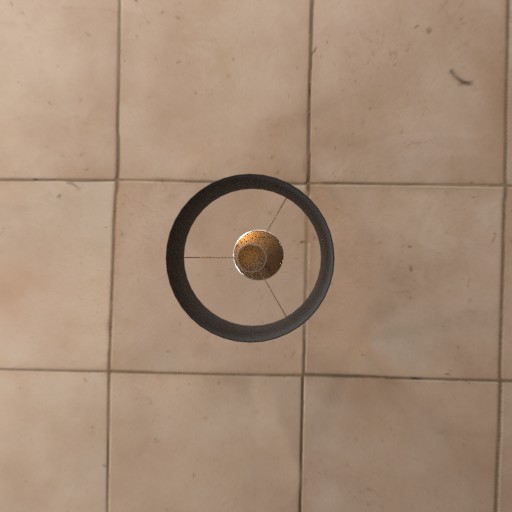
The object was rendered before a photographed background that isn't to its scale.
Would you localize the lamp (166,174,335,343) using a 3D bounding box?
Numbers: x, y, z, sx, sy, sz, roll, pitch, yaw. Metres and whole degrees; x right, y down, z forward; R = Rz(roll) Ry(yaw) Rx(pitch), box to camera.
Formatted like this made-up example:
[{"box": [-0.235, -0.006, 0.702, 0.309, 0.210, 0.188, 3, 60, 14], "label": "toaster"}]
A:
[{"box": [0.000, 0.000, 1.634, 0.348, 1.443, 0.348, 0, 90, 1], "label": "lamp"}]
